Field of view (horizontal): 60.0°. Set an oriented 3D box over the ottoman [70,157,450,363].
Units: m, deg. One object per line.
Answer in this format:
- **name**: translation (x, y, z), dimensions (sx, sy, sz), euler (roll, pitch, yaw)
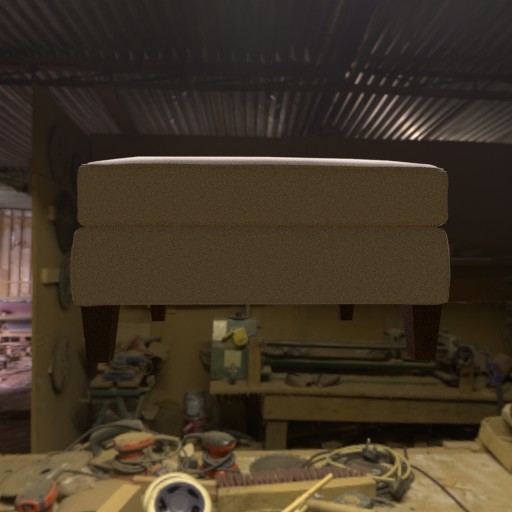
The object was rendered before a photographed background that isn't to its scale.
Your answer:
- **ottoman**: translation (0.000, 0.000, 1.357), dimensions (0.838, 0.479, 0.838), euler (0, -1, -2)
